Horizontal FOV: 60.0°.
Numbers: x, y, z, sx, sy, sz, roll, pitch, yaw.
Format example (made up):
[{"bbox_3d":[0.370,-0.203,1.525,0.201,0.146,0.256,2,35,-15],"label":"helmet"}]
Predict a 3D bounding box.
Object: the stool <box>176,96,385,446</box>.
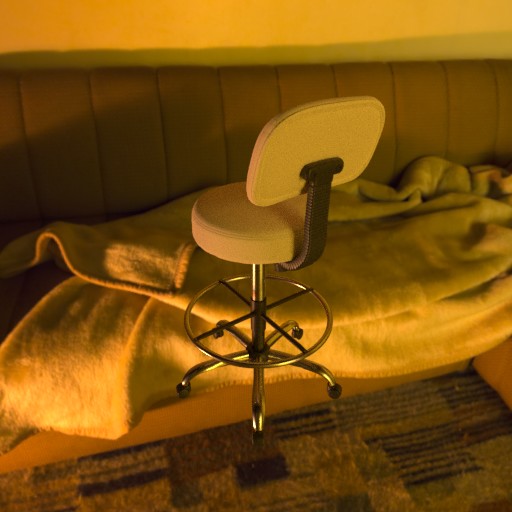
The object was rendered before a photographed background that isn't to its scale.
[{"bbox_3d":[0.000,0.000,1.460,0.609,1.080,0.616,-20,35,-30],"label":"stool"}]
